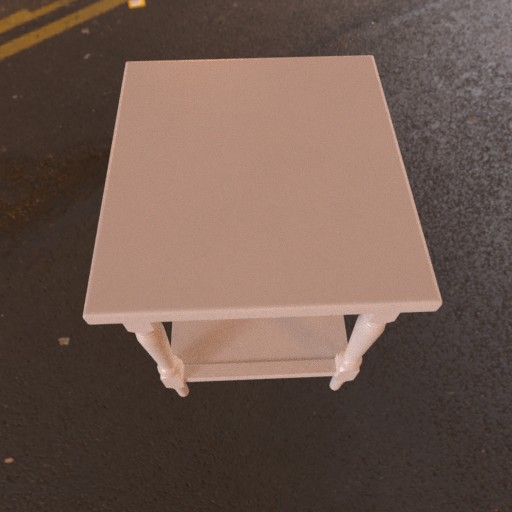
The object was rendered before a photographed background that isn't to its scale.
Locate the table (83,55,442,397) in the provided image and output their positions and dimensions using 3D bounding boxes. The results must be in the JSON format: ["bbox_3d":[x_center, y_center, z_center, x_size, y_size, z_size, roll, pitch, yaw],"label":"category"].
[{"bbox_3d":[0.000,0.000,0.906,0.442,0.565,0.488,-2,59,-1],"label":"table"}]
